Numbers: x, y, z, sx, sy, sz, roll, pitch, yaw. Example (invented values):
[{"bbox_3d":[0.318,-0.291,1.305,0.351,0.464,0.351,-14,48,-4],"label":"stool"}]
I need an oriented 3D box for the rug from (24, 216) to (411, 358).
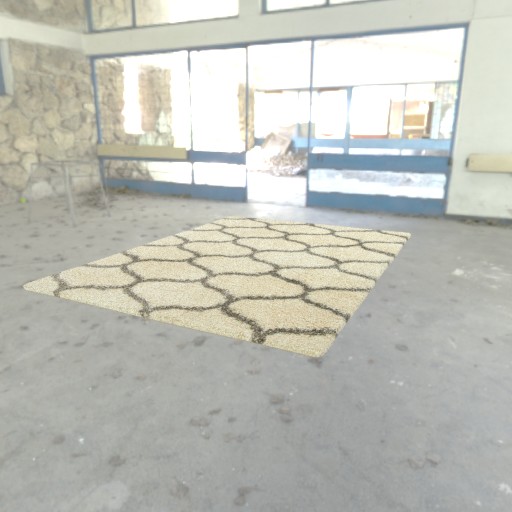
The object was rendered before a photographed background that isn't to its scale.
[{"bbox_3d":[0.000,0.000,2.122,1.200,0.025,1.600,8,18,26],"label":"rug"}]
